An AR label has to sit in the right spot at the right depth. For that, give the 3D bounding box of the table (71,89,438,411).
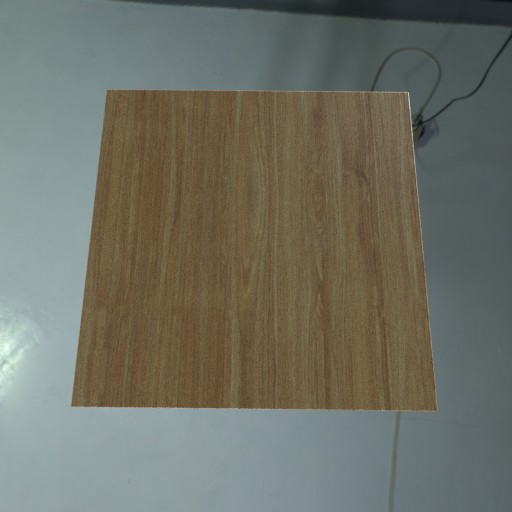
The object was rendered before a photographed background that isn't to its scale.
[{"bbox_3d":[0.000,0.000,1.421,0.900,0.450,0.900,1,75,0],"label":"table"}]
